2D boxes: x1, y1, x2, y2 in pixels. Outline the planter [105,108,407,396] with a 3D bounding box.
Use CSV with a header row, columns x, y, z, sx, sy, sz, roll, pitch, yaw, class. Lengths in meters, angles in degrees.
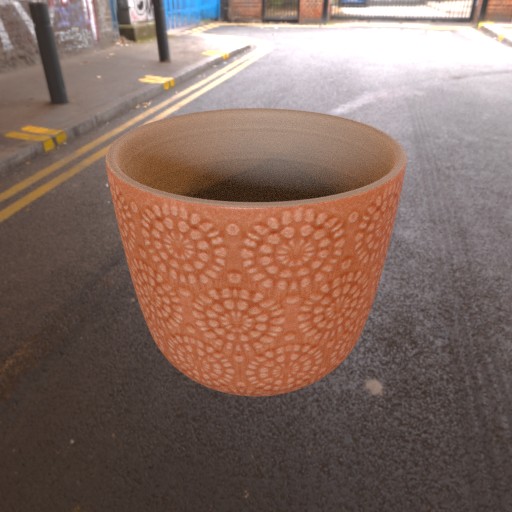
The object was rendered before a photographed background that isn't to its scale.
x,y,z,sx,sy,sz,roll,pitch,yaw,class
0.000,0.000,0.366,0.208,0.190,0.208,0,32,0,planter
